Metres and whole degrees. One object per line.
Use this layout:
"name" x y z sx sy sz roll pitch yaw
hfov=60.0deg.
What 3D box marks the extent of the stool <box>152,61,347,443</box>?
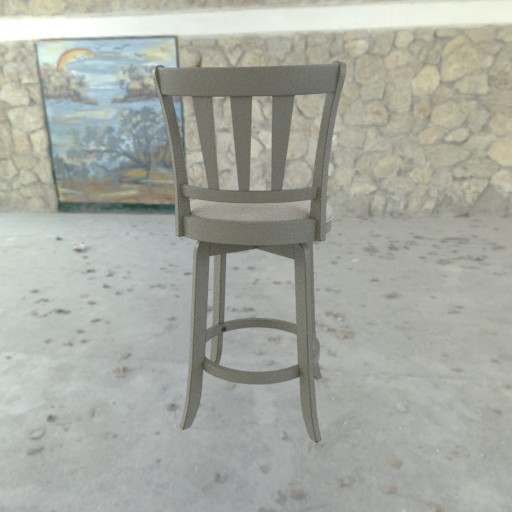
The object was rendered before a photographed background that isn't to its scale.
"stool" 0.000 0.000 1.288 0.450 0.994 0.486 2 16 8
